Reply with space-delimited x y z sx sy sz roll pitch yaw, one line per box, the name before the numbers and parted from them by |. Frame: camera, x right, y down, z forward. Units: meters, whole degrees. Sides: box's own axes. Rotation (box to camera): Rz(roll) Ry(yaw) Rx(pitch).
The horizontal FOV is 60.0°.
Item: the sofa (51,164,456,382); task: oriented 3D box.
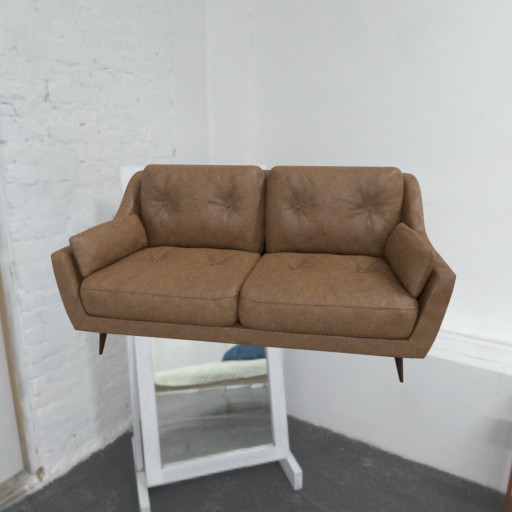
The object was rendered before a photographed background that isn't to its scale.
sofa | 0.000 0.000 2.299 1.731 0.886 0.981 3 15 10
